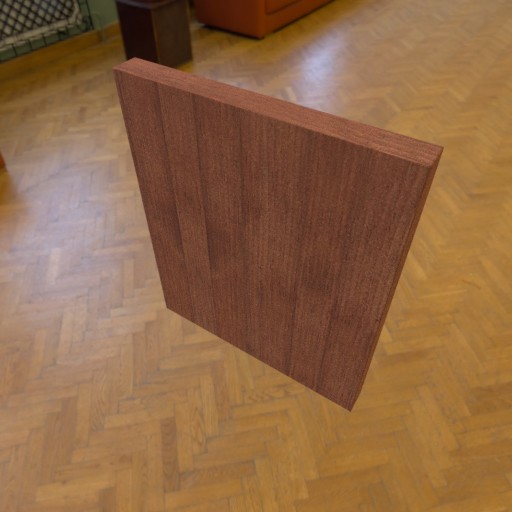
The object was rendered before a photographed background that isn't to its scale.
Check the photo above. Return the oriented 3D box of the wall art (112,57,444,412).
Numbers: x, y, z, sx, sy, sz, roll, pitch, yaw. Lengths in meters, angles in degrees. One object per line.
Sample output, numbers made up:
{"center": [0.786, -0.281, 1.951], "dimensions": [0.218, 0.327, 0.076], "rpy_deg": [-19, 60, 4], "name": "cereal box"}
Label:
{"center": [0.000, 0.000, 0.617], "dimensions": [0.377, 0.449, 0.039], "rpy_deg": [25, 50, 23], "name": "wall art"}
